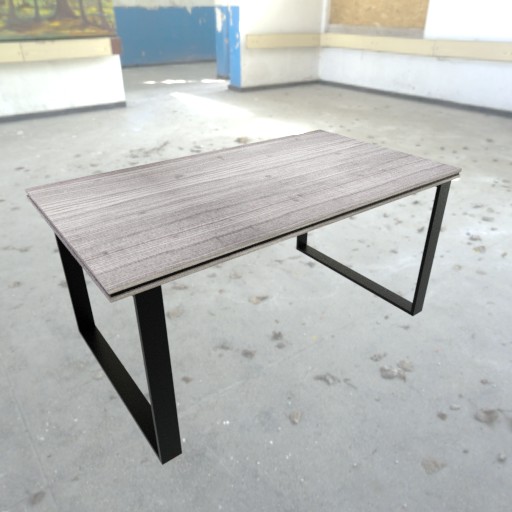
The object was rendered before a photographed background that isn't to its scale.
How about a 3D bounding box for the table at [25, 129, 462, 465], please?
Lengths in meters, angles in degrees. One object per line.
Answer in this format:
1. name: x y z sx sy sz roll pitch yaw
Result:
1. table: 0.000 0.000 2.002 1.579 0.736 0.881 -20 35 -31
